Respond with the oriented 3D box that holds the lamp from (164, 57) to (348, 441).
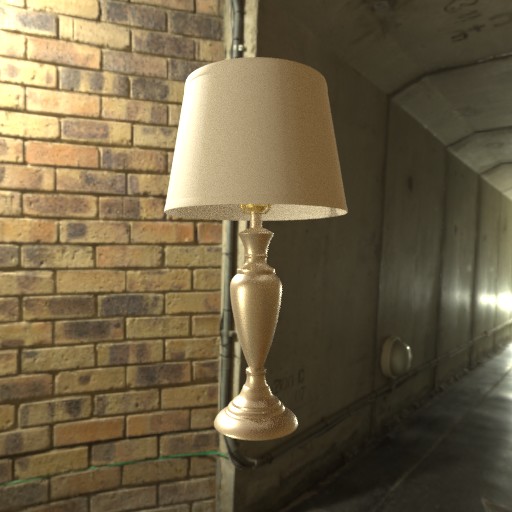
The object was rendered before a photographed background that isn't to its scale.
[{"bbox_3d":[0.000,0.000,0.808,0.328,0.612,0.328,0,0,0],"label":"lamp"}]
